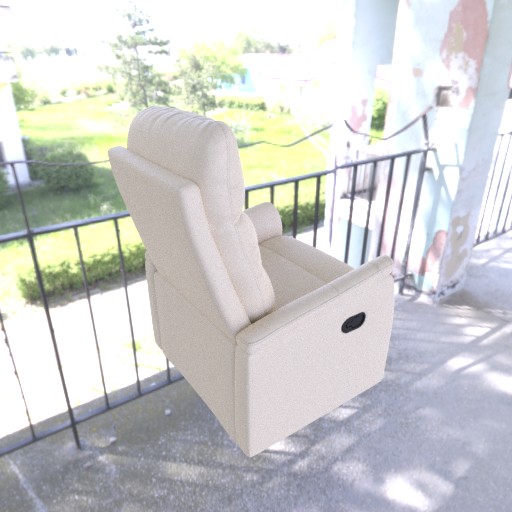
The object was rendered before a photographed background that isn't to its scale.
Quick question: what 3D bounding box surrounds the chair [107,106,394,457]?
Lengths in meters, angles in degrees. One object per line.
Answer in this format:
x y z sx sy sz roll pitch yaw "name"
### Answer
0.000 0.000 1.652 0.831 1.082 0.775 -17 31 -31 "chair"
